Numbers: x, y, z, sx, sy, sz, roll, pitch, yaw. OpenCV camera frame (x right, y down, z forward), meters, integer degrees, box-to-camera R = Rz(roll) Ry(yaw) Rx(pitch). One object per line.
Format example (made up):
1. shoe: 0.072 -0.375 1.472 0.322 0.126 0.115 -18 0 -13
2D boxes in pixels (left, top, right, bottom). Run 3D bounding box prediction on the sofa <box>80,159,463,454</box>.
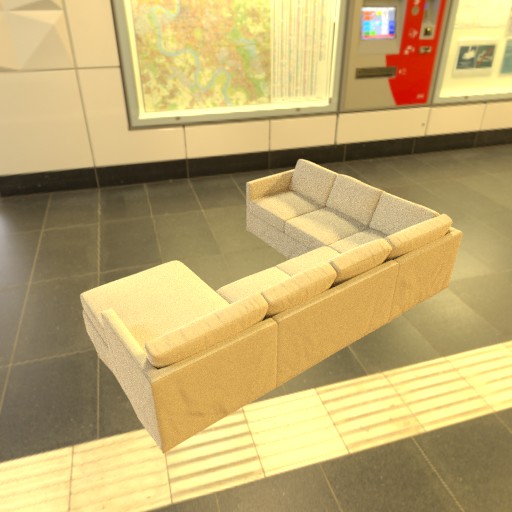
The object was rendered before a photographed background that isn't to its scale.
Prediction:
1. sofa: 0.000 0.000 4.577 3.460 0.882 2.427 -21 37 -30
